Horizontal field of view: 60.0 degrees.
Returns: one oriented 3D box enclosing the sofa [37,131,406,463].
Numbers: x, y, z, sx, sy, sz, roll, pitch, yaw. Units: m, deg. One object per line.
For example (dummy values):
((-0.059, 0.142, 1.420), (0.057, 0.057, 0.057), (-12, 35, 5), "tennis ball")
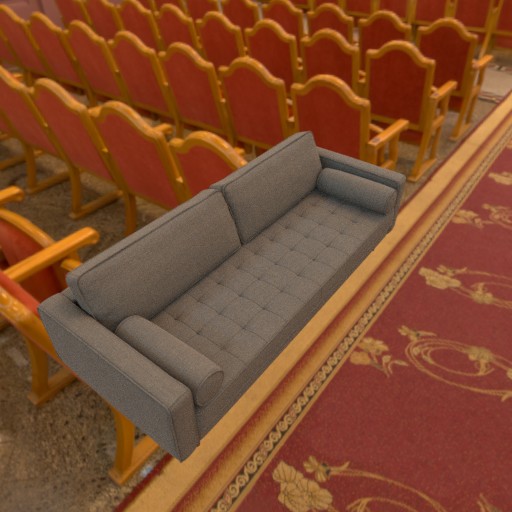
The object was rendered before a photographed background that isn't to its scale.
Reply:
((0.000, 0.000, 2.622), (0.914, 0.762, 2.198), (26, 47, 28), "sofa")
